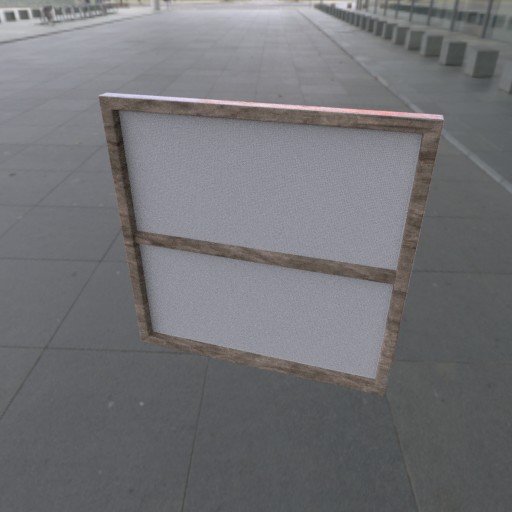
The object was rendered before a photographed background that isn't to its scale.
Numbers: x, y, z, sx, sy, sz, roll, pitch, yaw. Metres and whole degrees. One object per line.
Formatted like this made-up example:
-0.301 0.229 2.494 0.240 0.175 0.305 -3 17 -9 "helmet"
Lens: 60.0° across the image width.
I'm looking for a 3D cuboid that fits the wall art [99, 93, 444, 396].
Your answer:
0.000 0.000 1.127 0.747 0.747 0.035 9 32 14 "wall art"
